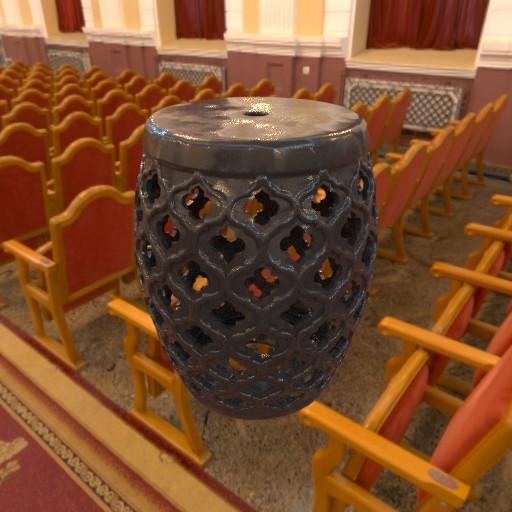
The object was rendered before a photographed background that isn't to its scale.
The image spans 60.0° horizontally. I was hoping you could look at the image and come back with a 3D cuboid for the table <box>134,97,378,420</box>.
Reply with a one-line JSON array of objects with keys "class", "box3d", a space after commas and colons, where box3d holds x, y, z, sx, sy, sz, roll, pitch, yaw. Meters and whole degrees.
[{"class": "table", "box3d": [0.000, 0.000, 0.623, 0.325, 0.388, 0.325, 0, 29, 0]}]
